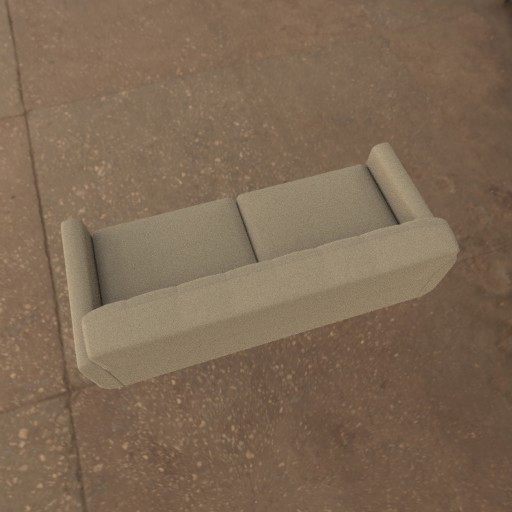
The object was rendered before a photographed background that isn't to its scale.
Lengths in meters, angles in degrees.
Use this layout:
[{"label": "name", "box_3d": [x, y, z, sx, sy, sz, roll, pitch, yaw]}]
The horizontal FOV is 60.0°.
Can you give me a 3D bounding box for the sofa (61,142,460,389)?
[{"label": "sofa", "box_3d": [0.000, 0.000, 2.688, 2.137, 0.892, 0.980, -15, 62, -8]}]
